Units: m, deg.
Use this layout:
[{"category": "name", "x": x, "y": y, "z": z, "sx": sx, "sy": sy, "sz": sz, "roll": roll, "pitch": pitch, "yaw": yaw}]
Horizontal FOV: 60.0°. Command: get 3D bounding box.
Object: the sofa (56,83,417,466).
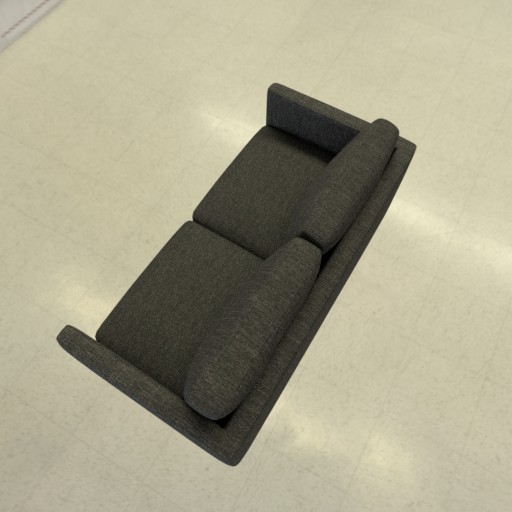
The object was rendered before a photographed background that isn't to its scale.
[{"category": "sofa", "x": 0.000, "y": 0.000, "z": 2.406, "sx": 0.950, "sy": 0.963, "sz": 1.884, "roll": 29, "pitch": 67, "yaw": 14}]
